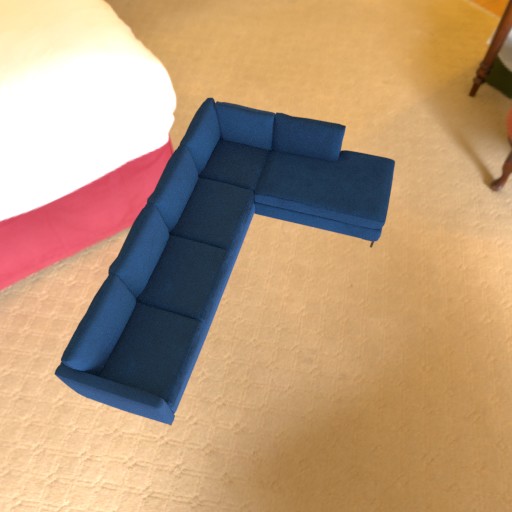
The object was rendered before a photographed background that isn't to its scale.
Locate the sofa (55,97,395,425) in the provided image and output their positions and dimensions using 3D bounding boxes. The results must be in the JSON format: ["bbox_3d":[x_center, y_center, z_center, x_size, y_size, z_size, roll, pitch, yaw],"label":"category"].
[{"bbox_3d":[0.000,0.000,3.181,1.707,0.687,2.486,14,59,9],"label":"sofa"}]
